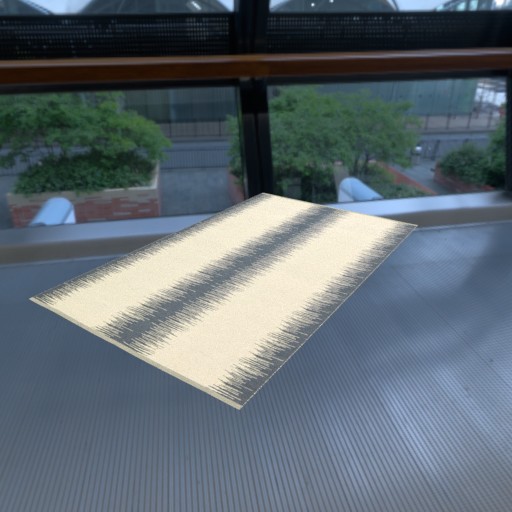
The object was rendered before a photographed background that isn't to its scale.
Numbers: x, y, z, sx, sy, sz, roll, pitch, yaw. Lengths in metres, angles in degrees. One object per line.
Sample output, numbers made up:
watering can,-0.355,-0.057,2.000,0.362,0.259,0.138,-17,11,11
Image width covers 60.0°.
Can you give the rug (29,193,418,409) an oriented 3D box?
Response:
rug,0.000,0.000,3.089,1.519,0.003,2.453,17,30,31
